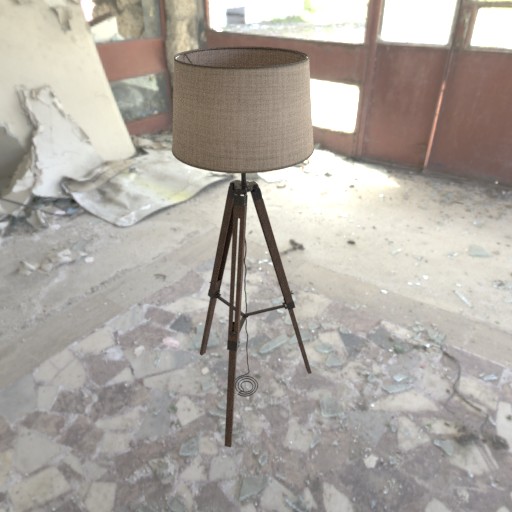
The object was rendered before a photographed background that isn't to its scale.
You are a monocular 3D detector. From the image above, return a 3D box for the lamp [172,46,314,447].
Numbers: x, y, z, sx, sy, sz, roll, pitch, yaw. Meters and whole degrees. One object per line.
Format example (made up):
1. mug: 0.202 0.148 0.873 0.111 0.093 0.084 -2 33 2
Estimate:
1. lamp: 0.000 0.000 1.809 0.587 1.510 0.604 -10 34 -15
